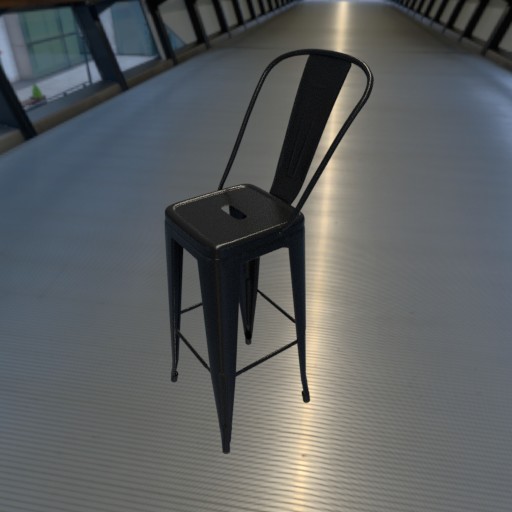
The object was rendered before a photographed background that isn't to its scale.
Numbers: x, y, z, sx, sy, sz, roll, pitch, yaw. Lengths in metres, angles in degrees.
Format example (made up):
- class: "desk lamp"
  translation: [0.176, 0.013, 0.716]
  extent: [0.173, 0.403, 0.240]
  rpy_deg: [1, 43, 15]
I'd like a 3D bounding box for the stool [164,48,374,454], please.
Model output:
- class: "stool"
  translation: [0.000, 0.000, 1.339]
  extent: [0.513, 1.096, 0.399]
  rpy_deg: [-21, 39, -29]
